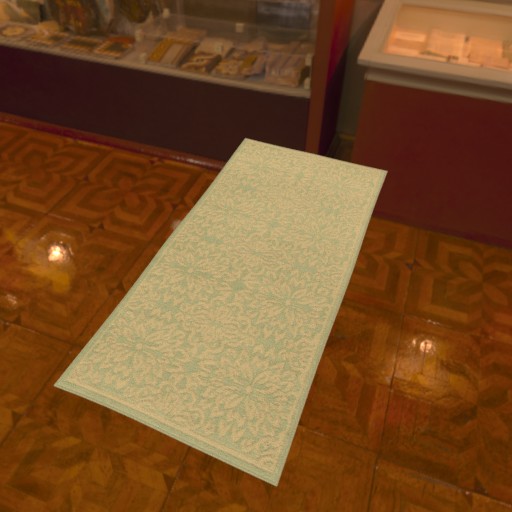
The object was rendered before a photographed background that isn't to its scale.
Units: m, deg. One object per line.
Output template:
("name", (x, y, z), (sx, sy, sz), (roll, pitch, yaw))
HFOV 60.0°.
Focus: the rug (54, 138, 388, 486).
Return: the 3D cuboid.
("rug", (0.000, 0.000, 1.419), (0.604, 0.007, 1.219), (17, 50, 15))
